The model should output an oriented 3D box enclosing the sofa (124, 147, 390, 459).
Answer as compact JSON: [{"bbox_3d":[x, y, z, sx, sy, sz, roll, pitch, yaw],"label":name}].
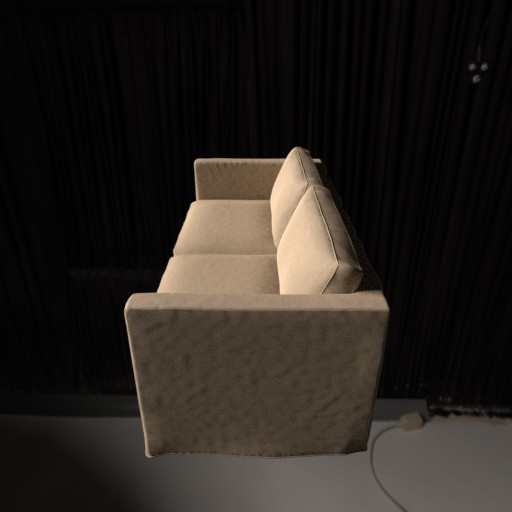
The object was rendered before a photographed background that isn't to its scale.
[{"bbox_3d":[0.000,0.000,2.498,0.956,0.847,1.987,0,27,0],"label":"sofa"}]
